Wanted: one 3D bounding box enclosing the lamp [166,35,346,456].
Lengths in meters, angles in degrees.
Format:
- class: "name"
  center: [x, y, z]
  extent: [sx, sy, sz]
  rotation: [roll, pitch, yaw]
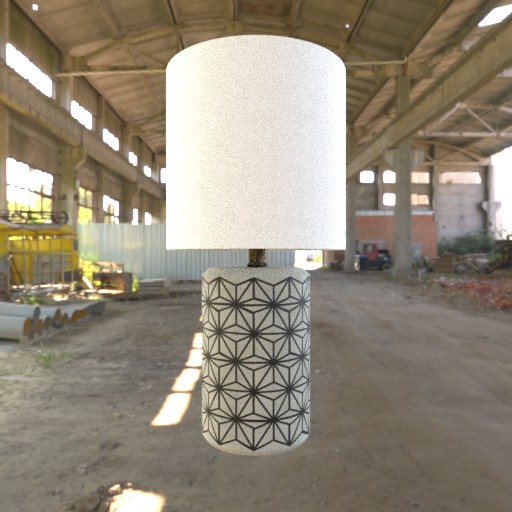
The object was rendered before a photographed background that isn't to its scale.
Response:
- class: "lamp"
  center: [0.000, 0.000, 0.520]
  extent: [0.206, 0.416, 0.206]
  rotation: [0, 0, -35]
